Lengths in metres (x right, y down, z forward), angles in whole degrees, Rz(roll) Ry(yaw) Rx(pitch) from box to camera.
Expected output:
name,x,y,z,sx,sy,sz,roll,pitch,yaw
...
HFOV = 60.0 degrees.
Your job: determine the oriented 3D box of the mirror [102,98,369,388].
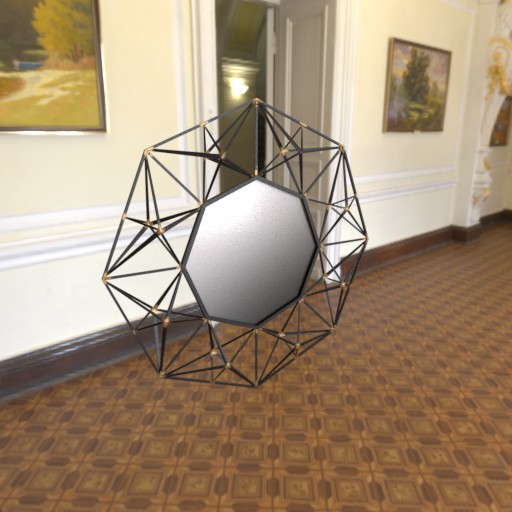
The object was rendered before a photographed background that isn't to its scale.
name,x,y,z,sx,sy,sz,roll,pitch,yaw
mirror,0.000,0.000,1.056,0.710,0.710,0.094,-9,18,-28
